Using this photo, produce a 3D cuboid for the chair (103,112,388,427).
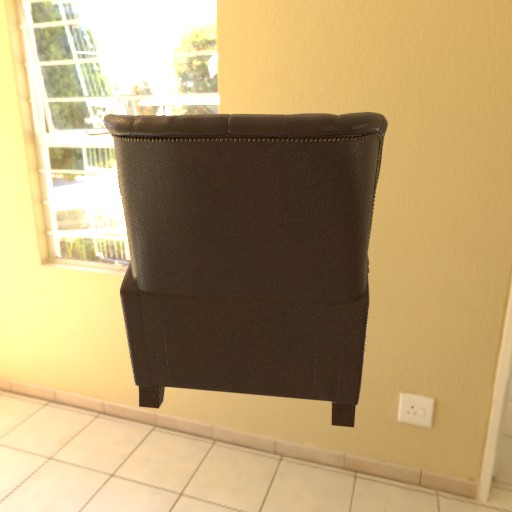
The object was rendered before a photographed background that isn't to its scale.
[{"bbox_3d":[0.000,0.000,1.443,0.709,0.864,0.823,2,16,9],"label":"chair"}]
